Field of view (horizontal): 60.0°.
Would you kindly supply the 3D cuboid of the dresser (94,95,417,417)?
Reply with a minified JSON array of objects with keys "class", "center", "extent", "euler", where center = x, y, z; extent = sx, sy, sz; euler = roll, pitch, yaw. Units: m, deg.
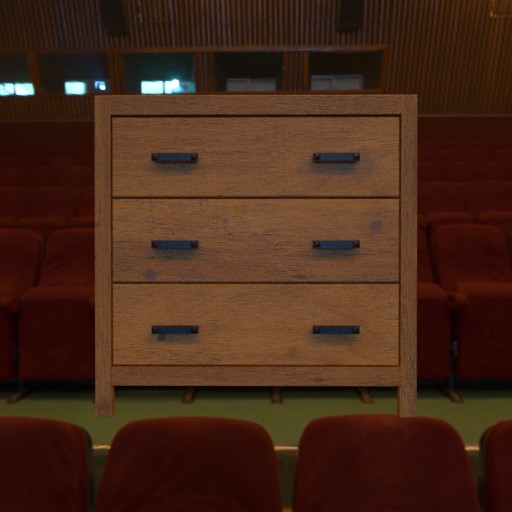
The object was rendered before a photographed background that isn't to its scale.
[{"class":"dresser","center":[0.000,0.000,1.292],"extent":[0.804,0.804,0.427],"euler":[0,0,0]}]
